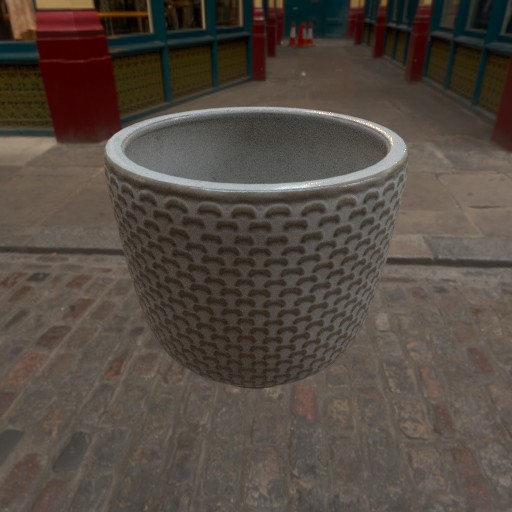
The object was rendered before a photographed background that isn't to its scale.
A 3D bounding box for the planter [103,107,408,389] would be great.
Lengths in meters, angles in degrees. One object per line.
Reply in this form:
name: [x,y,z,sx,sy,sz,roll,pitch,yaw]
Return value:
planter: [0.000,0.000,0.297,0.173,0.160,0.173,0,30,0]
